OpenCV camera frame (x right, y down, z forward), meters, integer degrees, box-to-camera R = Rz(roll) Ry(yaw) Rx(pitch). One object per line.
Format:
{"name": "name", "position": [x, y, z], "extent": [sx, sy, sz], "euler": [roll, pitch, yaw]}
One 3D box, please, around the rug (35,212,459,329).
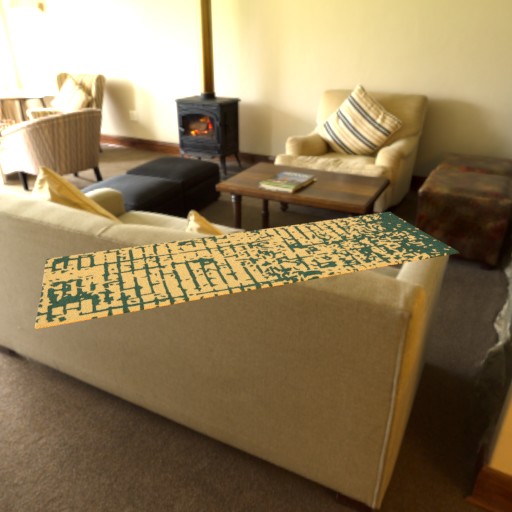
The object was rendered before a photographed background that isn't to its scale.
{"name": "rug", "position": [0.000, 0.000, 2.730], "extent": [2.435, 0.011, 0.750], "euler": [-9, 28, -17]}
